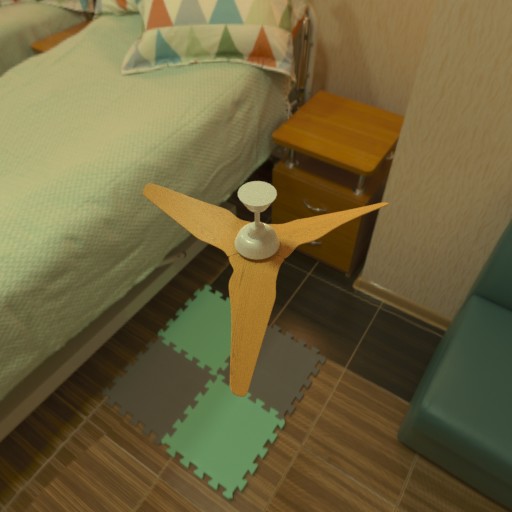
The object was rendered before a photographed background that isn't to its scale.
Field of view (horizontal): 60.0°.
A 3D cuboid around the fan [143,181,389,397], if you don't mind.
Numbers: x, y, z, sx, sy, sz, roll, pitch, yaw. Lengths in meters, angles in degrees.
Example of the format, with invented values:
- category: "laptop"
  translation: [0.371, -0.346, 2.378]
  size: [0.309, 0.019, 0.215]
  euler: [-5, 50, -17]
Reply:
- category: "fan"
  translation: [0.000, 0.000, 1.665]
  size: [1.142, 0.355, 1.010]
  euler: [3, 48, 3]
